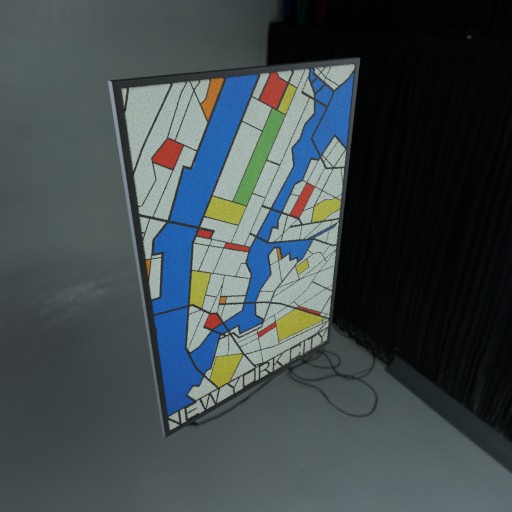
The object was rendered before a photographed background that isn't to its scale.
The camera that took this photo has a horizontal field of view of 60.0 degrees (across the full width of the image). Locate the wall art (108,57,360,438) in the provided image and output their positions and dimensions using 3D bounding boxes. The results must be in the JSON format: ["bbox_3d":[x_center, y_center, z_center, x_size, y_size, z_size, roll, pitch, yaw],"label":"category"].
[{"bbox_3d":[0.000,0.000,0.832,0.457,0.657,0.013,-21,36,-32],"label":"wall art"}]
